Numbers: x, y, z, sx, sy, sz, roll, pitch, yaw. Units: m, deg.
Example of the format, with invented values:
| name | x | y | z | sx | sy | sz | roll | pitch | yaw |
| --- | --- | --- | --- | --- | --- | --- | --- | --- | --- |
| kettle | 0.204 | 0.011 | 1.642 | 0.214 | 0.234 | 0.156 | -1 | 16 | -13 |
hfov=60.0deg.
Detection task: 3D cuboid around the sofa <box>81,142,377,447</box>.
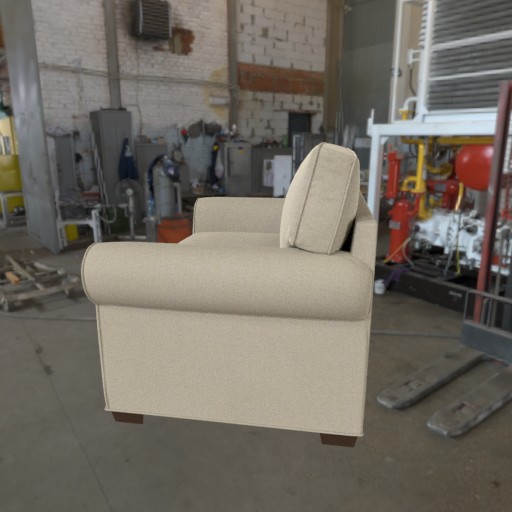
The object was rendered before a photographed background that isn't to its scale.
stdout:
| name | x | y | z | sx | sy | sz | roll | pitch | yaw |
| --- | --- | --- | --- | --- | --- | --- | --- | --- | --- |
| sofa | 0.000 | 0.000 | 2.029 | 0.937 | 1.006 | 1.405 | 2 | 15 | 9 |
